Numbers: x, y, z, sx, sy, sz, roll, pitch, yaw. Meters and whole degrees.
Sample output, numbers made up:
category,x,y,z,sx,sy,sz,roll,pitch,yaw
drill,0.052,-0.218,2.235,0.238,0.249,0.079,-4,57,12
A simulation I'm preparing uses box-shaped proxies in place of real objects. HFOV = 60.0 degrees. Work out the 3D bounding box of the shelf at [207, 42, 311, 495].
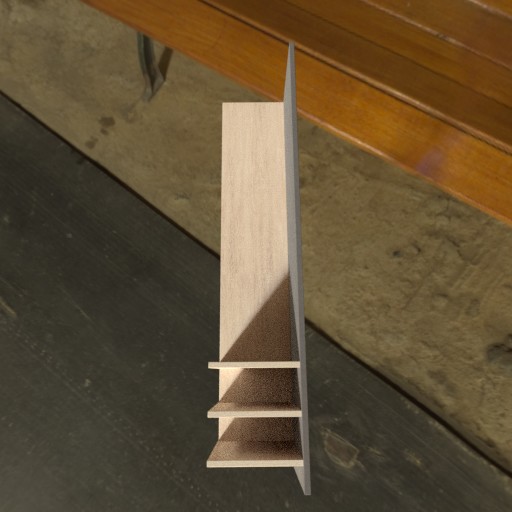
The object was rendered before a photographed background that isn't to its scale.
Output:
category,x,y,z,sx,sy,sz,roll,pitch,yaw
shelf,0.000,0.000,1.117,0.200,0.300,1.020,-1,75,0
